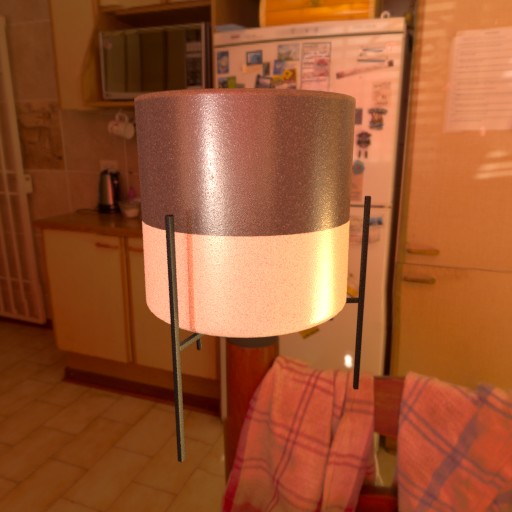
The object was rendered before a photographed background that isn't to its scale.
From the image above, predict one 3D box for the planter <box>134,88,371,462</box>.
[{"bbox_3d":[0.000,0.000,0.530,0.260,0.353,0.250,-3,15,-9],"label":"planter"}]
